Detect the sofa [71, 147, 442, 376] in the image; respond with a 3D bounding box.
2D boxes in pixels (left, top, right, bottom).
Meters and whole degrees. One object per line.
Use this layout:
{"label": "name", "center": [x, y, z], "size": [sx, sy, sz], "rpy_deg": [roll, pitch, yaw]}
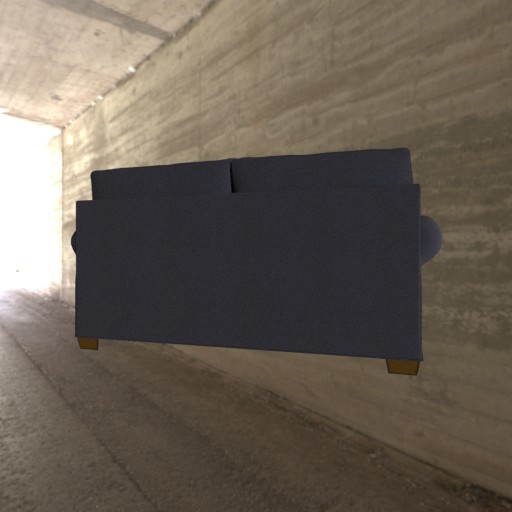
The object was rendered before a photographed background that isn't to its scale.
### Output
{"label": "sofa", "center": [0.000, 0.000, 2.602], "size": [2.009, 1.031, 0.951], "rpy_deg": [0, 0, 19]}
